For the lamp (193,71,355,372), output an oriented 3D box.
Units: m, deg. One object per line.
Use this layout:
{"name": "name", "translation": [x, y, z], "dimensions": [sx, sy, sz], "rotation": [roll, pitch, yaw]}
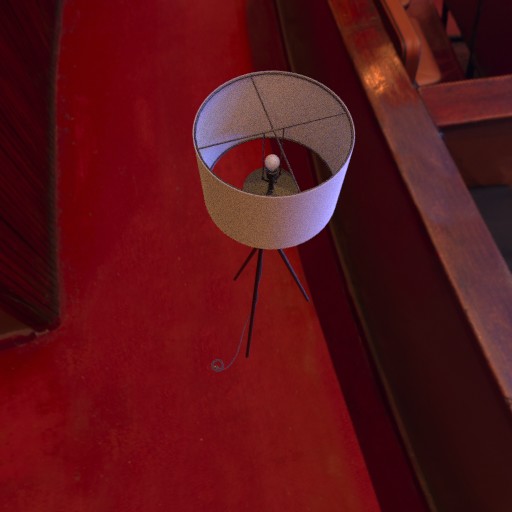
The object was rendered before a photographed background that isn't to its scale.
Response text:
{"name": "lamp", "translation": [0.000, 0.000, 1.918], "dimensions": [0.667, 1.624, 0.522], "rotation": [-16, 66, -7]}
